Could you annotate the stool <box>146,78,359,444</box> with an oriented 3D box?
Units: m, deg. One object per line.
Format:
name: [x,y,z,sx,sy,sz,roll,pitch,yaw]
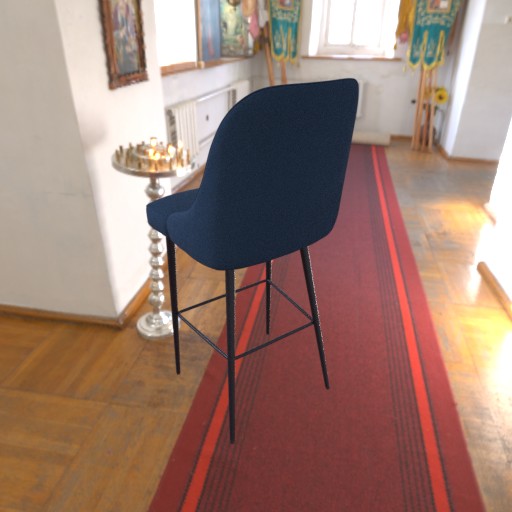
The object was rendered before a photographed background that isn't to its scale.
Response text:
stool: [0.000,0.000,1.394,0.527,1.079,0.489,-18,34,-30]
